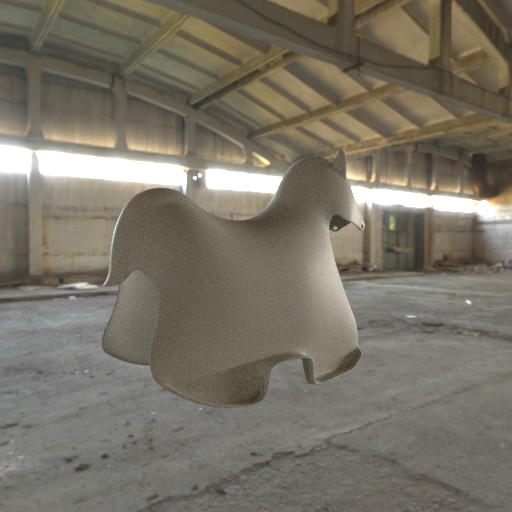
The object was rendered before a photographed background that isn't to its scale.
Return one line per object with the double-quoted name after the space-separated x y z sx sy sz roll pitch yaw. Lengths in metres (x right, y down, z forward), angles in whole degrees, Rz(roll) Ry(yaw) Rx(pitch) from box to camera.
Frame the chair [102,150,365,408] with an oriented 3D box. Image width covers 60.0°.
0.000 0.000 1.174 0.800 0.612 0.429 -1 1 -36 "chair"
